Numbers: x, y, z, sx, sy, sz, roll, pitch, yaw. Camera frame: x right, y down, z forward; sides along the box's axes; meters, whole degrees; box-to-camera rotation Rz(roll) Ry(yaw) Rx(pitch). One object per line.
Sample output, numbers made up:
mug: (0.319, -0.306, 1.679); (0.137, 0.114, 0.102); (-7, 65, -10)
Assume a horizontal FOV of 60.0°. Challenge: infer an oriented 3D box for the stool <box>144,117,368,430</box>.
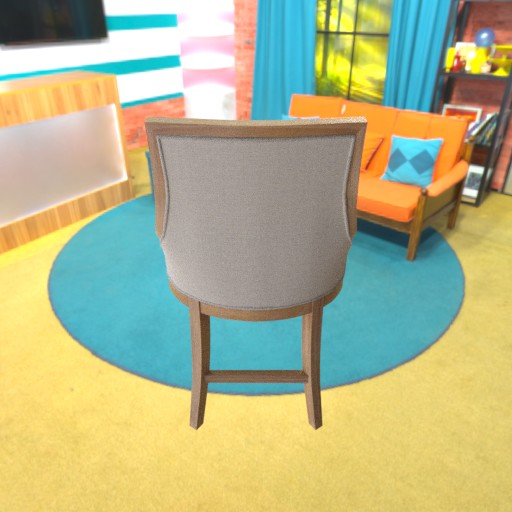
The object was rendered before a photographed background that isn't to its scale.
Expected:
stool: (0.000, 0.000, 1.338); (0.524, 0.938, 0.626); (0, 30, 0)
